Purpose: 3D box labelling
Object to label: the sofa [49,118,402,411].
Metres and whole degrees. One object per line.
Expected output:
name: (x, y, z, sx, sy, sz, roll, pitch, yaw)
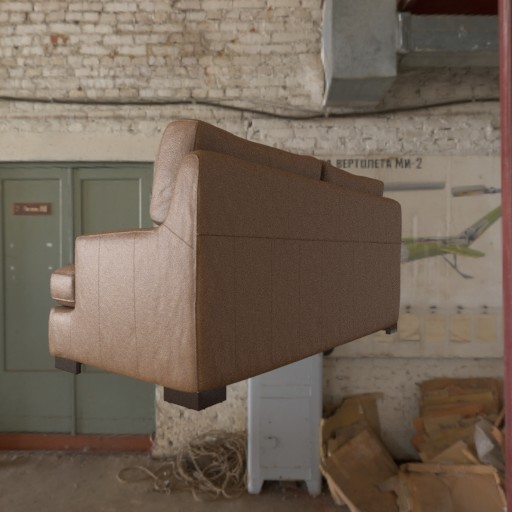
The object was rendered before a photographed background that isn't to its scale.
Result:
sofa: (0.000, 0.000, 2.388, 0.962, 0.980, 1.855, 0, 1, 37)
